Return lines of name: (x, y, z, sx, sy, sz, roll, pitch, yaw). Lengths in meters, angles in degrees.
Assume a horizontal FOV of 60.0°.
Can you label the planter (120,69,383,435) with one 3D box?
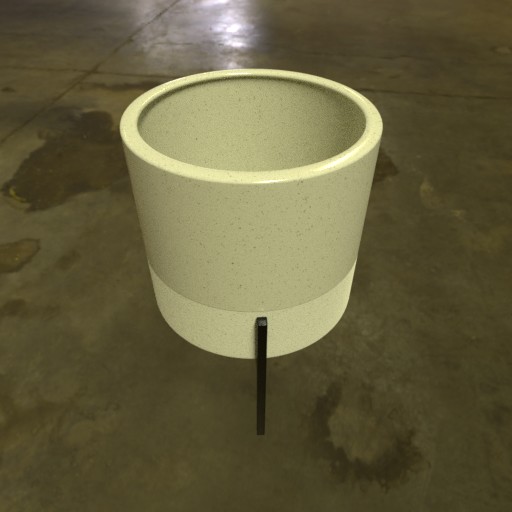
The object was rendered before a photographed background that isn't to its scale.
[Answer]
planter: (0.000, 0.000, 0.339, 0.159, 0.230, 0.152, -25, 47, -26)
